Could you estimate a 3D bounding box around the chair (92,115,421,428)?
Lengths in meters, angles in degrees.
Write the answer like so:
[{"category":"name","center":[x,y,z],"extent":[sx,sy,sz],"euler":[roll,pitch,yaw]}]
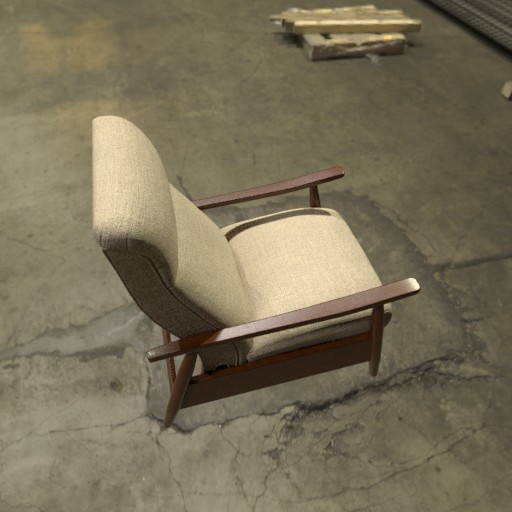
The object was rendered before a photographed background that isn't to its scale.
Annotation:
[{"category":"chair","center":[0.000,0.000,1.783],"extent":[1.014,1.082,0.762],"euler":[-11,48,-10]}]
